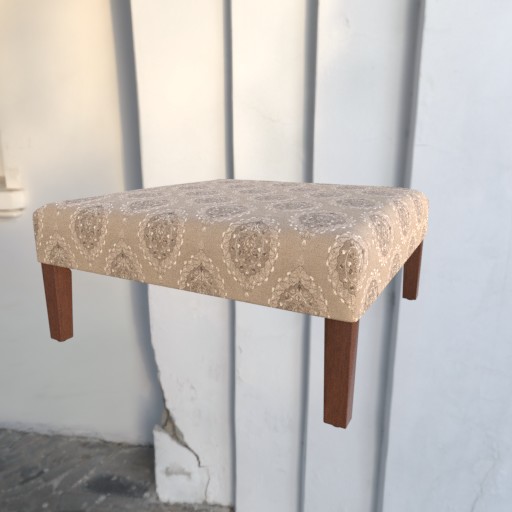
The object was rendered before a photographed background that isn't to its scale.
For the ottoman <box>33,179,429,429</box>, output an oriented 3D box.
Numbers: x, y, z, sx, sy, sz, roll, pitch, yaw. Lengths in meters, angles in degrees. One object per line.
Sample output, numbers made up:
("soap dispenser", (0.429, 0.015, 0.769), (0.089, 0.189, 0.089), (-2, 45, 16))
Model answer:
("ottoman", (0.000, 0.000, 1.388), (0.889, 0.411, 0.890), (8, 17, 27))
